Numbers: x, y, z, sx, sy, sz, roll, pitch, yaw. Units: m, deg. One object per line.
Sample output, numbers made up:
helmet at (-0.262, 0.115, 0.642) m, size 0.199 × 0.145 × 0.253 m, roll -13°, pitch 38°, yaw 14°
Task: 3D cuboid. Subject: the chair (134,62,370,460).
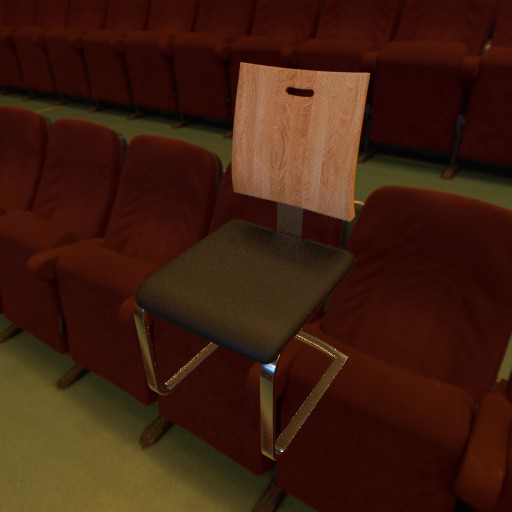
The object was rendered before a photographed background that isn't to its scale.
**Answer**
chair at (0.000, 0.000, 1.241) m, size 0.462 × 0.936 × 0.560 m, roll 18°, pitch 35°, yaw 28°
